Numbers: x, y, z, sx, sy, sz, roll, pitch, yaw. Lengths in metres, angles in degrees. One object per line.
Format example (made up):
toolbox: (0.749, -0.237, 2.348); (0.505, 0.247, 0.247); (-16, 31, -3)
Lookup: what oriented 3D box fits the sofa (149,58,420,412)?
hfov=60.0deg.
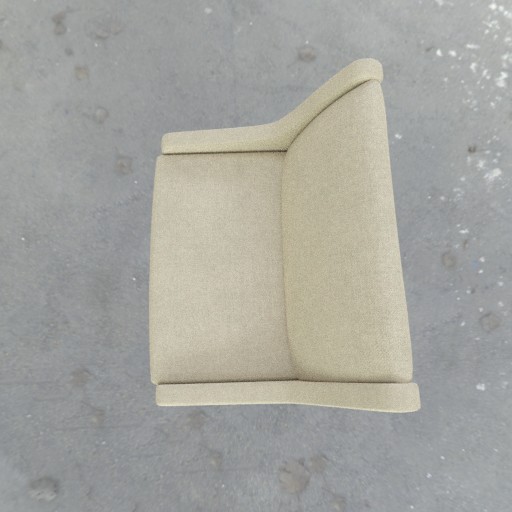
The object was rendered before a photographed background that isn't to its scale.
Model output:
sofa: (0.000, 0.000, 1.897); (0.946, 0.976, 1.212); (-2, 76, 0)
